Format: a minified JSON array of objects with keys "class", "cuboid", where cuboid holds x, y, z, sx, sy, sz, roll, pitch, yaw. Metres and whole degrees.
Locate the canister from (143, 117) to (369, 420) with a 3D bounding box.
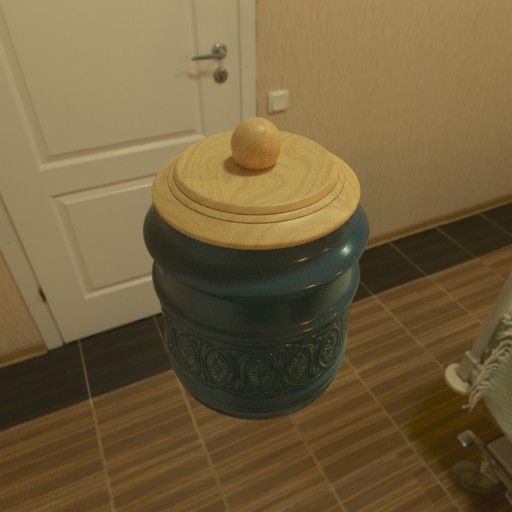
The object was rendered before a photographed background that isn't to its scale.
[{"class":"canister","cuboid":[0.000,0.000,0.277,0.130,0.176,0.130,0,40,0]}]
